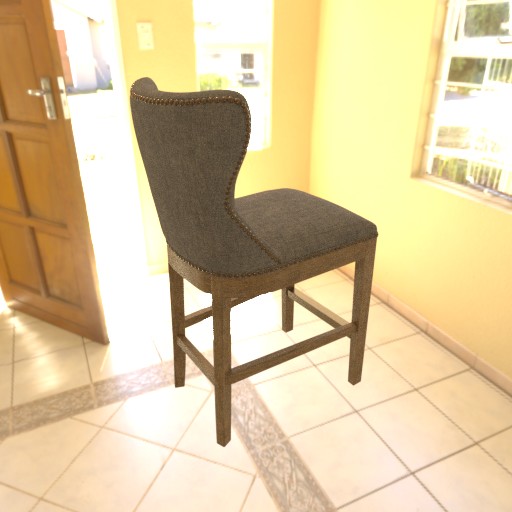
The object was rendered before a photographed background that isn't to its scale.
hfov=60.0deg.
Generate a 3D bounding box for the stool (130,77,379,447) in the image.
[{"bbox_3d":[0.000,0.000,1.317,0.608,0.981,0.498,-17,30,-31],"label":"stool"}]
